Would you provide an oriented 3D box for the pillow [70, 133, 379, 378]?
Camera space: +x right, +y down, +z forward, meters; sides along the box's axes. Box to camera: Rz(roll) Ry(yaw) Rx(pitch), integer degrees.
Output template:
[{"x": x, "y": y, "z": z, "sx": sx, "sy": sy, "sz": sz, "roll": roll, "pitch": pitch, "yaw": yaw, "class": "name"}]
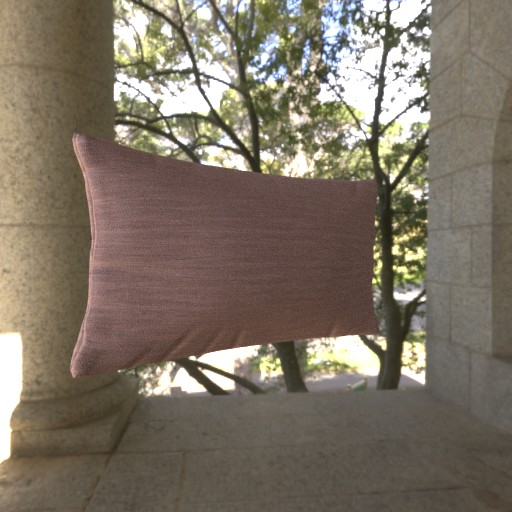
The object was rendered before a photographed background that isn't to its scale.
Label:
[{"x": 0.000, "y": 0.000, "z": 0.795, "sx": 0.633, "sy": 0.338, "sz": 0.210, "roll": 0, "pitch": 0, "yaw": -35, "class": "pillow"}]
